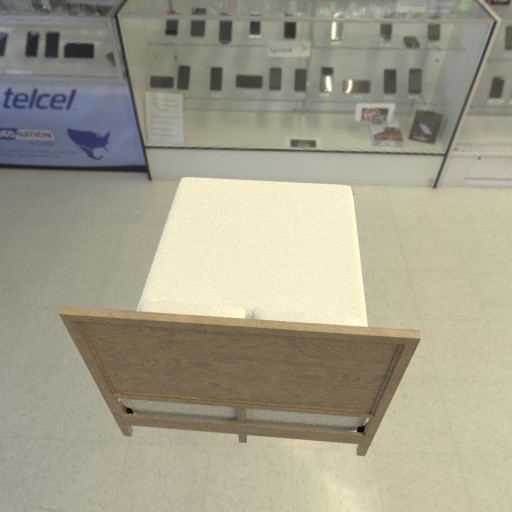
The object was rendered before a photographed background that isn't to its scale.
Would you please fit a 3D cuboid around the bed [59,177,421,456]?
[{"bbox_3d":[0.000,0.000,3.206,1.606,1.369,2.189,3,46,3],"label":"bed"}]
